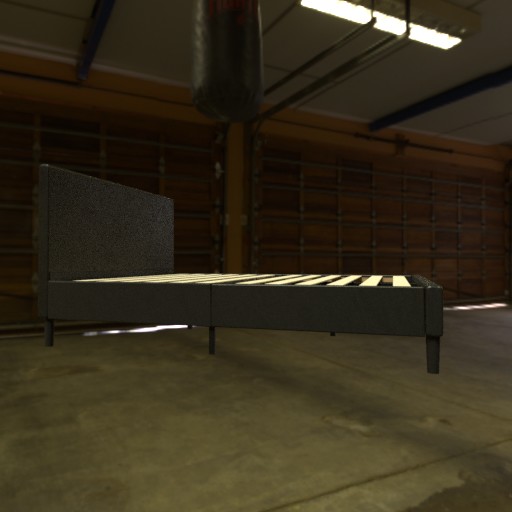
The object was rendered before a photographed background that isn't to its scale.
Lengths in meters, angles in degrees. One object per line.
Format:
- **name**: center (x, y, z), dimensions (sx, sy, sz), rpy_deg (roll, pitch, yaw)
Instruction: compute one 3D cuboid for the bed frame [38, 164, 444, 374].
- **bed frame**: center (0.000, 0.000, 3.171), dimensions (2.318, 1.127, 1.634), rpy_deg (0, -1, 17)
